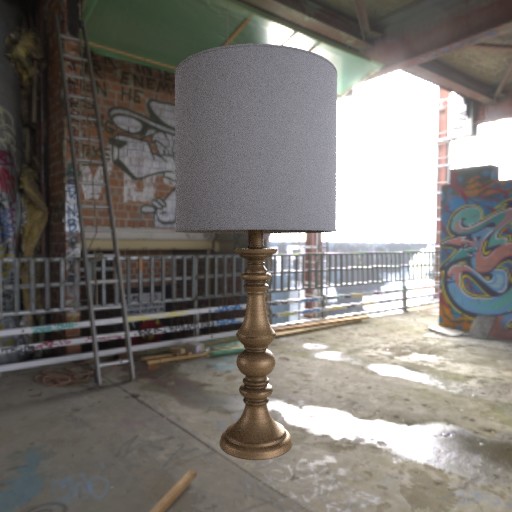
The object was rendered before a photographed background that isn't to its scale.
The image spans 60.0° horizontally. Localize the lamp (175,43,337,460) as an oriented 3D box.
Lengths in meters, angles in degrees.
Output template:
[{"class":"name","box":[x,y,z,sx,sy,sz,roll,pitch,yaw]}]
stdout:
[{"class":"lamp","box":[0.000,0.000,0.701,0.250,0.597,0.250,-1,2,-18]}]
